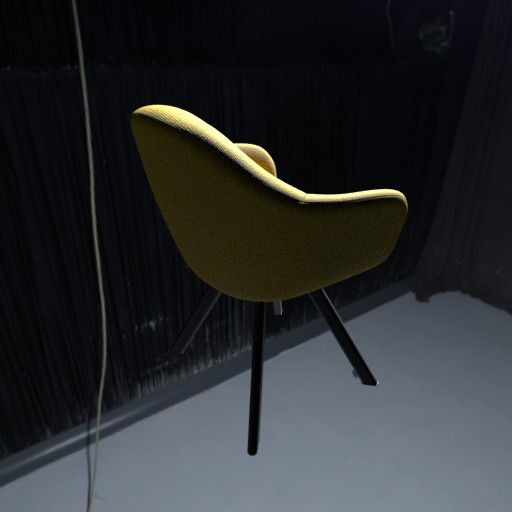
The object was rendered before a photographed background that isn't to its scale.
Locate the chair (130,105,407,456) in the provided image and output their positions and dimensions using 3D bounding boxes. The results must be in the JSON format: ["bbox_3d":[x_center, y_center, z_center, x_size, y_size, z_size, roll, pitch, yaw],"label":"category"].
[{"bbox_3d":[0.000,0.000,1.179,0.550,0.795,0.590,-17,31,-30],"label":"chair"}]
